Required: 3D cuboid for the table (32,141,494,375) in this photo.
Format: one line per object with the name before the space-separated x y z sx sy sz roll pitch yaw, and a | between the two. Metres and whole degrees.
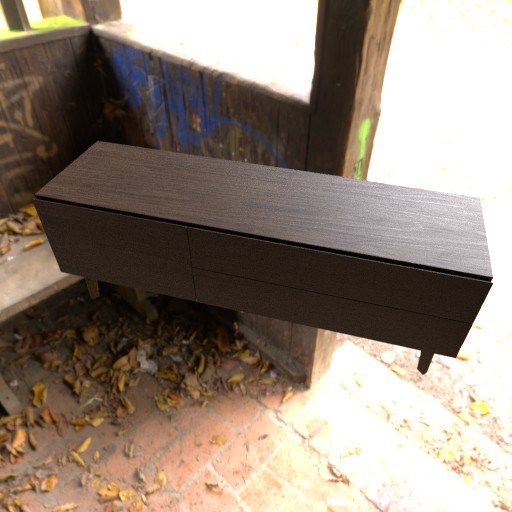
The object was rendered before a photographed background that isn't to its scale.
table | 0.000 0.000 1.601 1.397 0.508 0.405 11 43 12
